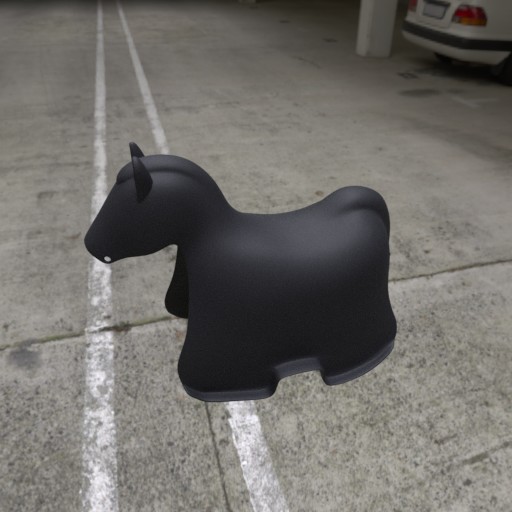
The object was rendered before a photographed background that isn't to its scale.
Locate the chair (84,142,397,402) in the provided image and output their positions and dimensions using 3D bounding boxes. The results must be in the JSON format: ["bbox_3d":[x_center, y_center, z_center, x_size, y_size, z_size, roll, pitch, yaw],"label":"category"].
[{"bbox_3d":[0.000,0.000,1.144,0.800,0.612,0.429,-9,33,-14],"label":"chair"}]
